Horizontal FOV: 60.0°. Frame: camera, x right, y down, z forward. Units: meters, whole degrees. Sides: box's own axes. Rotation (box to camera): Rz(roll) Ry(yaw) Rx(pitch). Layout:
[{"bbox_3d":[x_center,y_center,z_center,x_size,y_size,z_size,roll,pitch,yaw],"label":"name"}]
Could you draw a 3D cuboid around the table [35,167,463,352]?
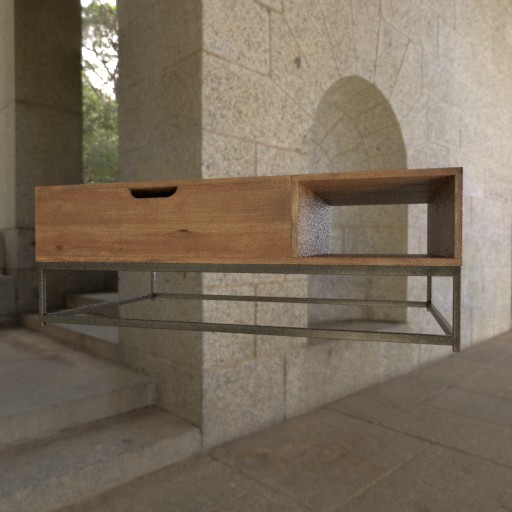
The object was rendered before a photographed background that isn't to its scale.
[{"bbox_3d":[0.000,0.000,1.405,1.101,0.395,0.655,0,1,16],"label":"table"}]
